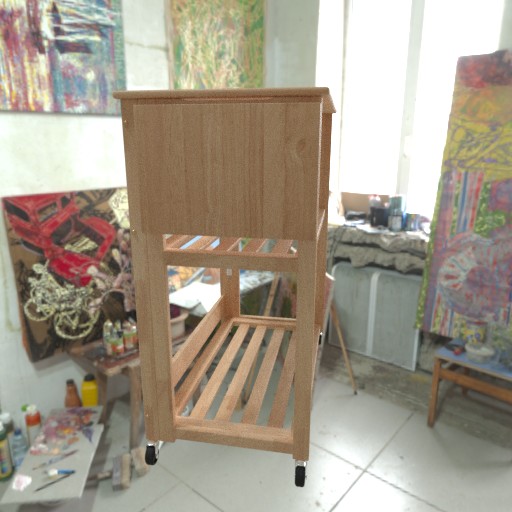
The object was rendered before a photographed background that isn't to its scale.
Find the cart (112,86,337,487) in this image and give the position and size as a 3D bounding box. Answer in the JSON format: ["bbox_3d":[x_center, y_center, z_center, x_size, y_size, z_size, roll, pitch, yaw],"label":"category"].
[{"bbox_3d":[0.000,0.000,1.345,0.432,0.879,0.853,3,16,11],"label":"cart"}]
